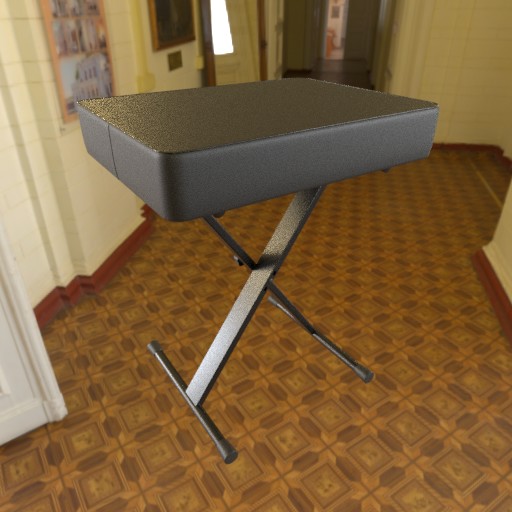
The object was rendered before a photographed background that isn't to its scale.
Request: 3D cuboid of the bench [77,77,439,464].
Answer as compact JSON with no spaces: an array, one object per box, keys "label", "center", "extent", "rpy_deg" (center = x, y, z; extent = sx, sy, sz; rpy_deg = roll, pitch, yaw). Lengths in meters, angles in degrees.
[{"label":"bench","center":[0.000,0.000,0.751],"extent":[0.424,0.500,0.321],"rpy_deg":[-18,35,-29]}]
